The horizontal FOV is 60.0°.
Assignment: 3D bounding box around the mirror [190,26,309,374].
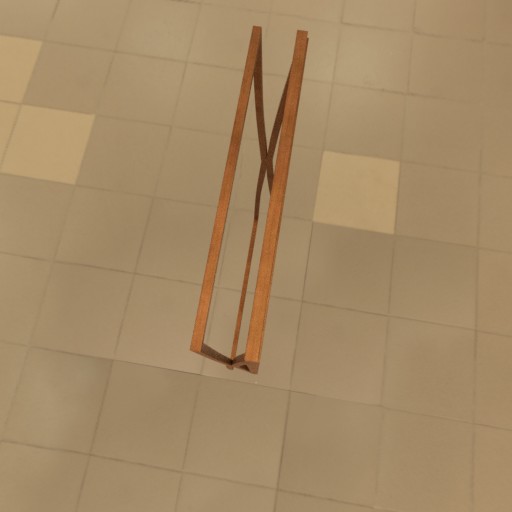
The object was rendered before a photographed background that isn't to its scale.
[{"bbox_3d":[0.000,0.000,0.940,0.082,0.768,0.468,9,74,2],"label":"mirror"}]
